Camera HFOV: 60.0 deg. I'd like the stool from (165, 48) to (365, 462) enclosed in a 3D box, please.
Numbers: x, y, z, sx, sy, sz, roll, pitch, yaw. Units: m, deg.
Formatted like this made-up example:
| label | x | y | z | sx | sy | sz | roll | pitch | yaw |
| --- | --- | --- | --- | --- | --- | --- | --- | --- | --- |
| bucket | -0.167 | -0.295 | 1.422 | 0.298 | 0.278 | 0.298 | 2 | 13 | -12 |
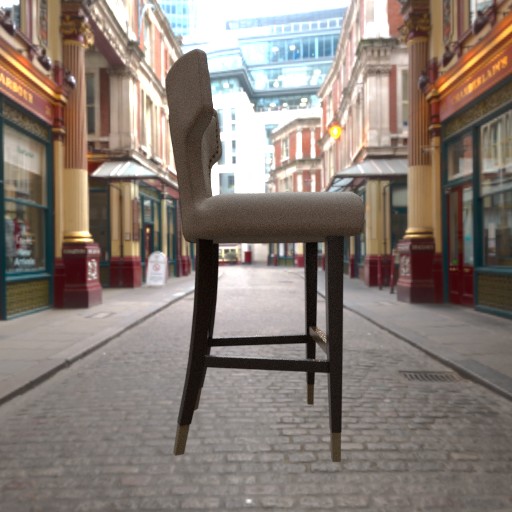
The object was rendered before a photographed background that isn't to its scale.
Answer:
| label | x | y | z | sx | sy | sz | roll | pitch | yaw |
| --- | --- | --- | --- | --- | --- | --- | --- | --- | --- |
| stool | 0.000 | 0.000 | 1.407 | 0.563 | 1.092 | 0.526 | 0 | 0 | -2 |
